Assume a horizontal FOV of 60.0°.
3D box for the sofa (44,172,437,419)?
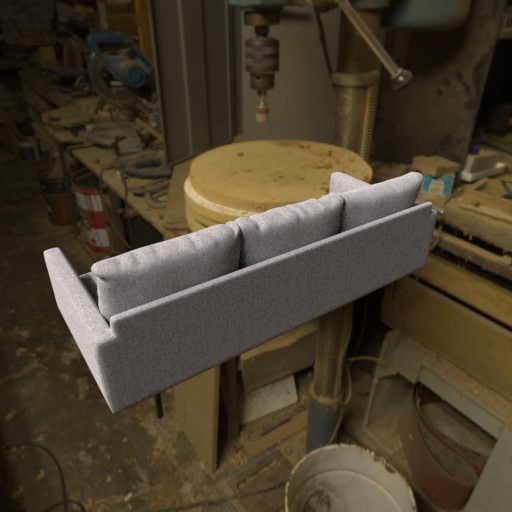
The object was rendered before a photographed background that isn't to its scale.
[{"bbox_3d":[0.000,0.000,2.458,2.000,0.830,0.850,-19,36,-29],"label":"sofa"}]
